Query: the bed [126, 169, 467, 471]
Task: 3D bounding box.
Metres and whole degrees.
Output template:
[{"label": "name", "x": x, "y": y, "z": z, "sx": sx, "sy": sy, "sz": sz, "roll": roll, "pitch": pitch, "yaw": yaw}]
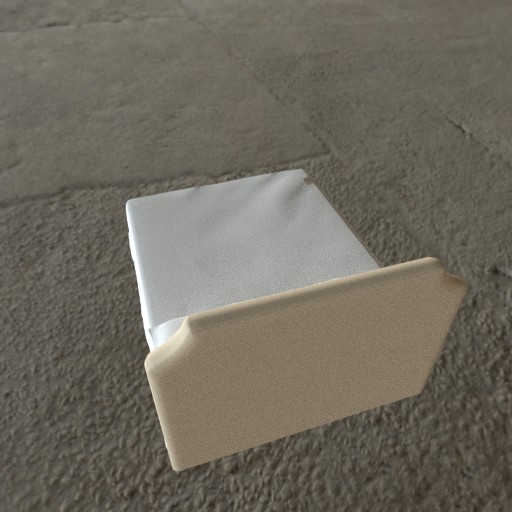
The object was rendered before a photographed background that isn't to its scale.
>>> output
[{"label": "bed", "x": 0.000, "y": 0.000, "z": 3.832, "sx": 2.134, "sy": 1.524, "sz": 2.548, "roll": -12, "pitch": 43, "yaw": -13}]
